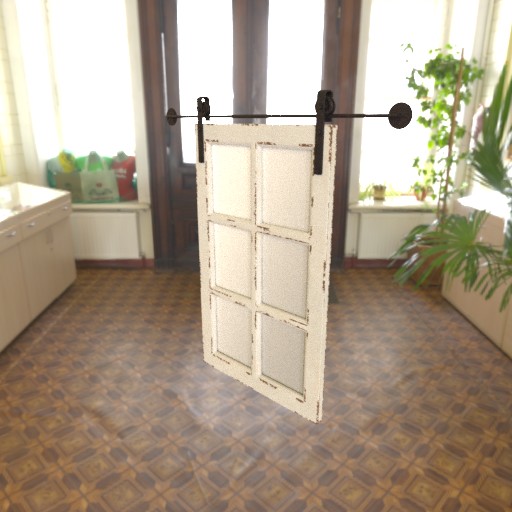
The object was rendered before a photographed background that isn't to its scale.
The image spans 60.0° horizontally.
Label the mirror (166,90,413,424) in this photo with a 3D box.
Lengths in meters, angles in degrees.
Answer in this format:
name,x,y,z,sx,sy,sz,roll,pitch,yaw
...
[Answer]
name,x,y,z,sx,sy,sz,roll,pitch,yaw
mirror,0.000,0.000,1.224,0.808,0.844,0.037,16,23,41
